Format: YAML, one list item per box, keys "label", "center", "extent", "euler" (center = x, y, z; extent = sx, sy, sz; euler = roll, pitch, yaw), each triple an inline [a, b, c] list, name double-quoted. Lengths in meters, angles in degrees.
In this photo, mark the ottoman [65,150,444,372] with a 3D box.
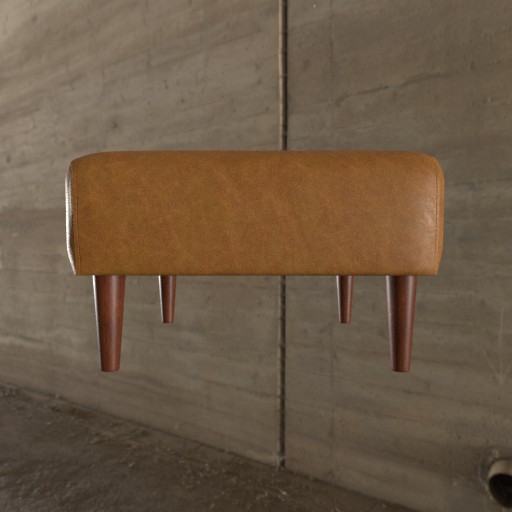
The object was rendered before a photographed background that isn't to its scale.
- label: "ottoman"
  center: [0.000, 0.000, 1.041]
  extent: [0.650, 0.399, 0.650]
  euler: [0, 1, 0]
